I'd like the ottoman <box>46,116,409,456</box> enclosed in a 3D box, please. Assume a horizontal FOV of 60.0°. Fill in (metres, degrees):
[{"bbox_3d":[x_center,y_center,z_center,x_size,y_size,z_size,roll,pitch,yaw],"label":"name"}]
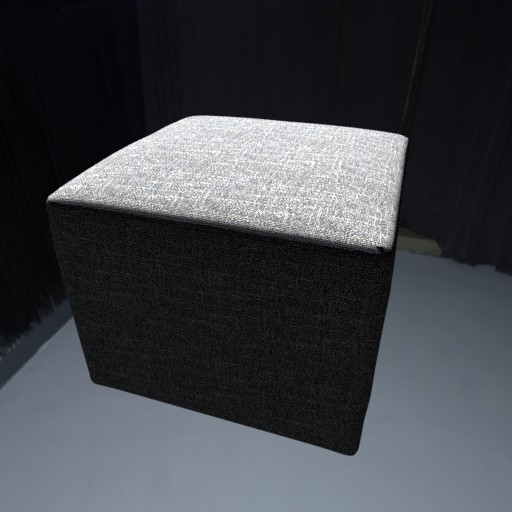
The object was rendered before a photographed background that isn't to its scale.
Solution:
[{"bbox_3d":[0.000,0.000,0.888,0.521,0.453,0.512,10,33,15],"label":"ottoman"}]
